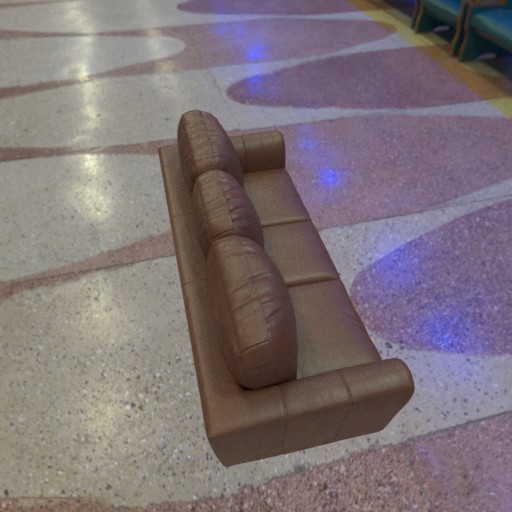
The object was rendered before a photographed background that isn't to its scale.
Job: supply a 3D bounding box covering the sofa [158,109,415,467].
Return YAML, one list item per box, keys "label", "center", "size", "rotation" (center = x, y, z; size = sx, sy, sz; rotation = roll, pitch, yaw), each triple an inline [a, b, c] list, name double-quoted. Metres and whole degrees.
- label: "sofa"
  center: [0.000, 0.000, 2.288]
  size: [0.802, 0.915, 1.862]
  rotation: [-10, 47, -10]
